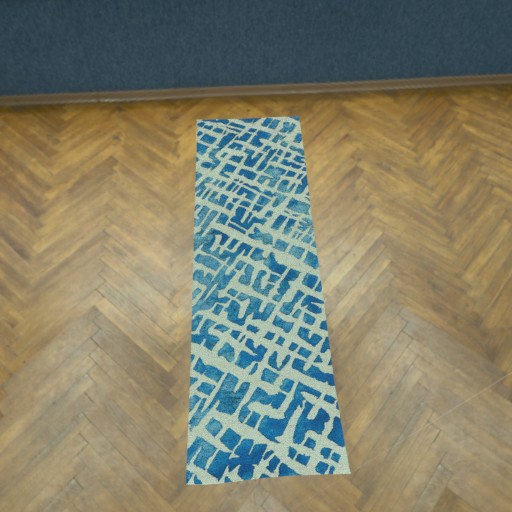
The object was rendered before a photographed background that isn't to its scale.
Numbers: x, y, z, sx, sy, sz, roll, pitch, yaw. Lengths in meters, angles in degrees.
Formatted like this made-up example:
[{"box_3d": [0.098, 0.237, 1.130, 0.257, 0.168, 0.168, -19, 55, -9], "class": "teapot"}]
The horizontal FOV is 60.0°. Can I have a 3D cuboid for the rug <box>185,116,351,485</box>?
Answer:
[{"box_3d": [0.000, 0.000, 2.689, 0.768, 0.011, 2.446, -2, 58, -1], "class": "rug"}]
